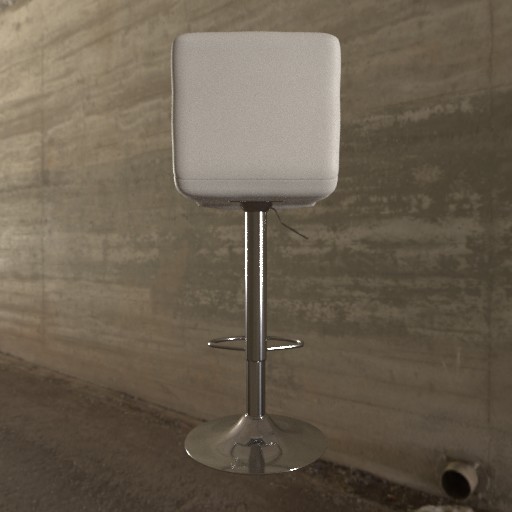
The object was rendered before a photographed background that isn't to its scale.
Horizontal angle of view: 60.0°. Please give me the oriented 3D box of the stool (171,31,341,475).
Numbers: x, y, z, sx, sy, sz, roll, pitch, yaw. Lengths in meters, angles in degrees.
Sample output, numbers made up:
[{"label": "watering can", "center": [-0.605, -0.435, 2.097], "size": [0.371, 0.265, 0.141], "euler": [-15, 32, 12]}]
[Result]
[{"label": "stool", "center": [0.000, 0.000, 1.332], "size": [0.430, 1.115, 0.505], "euler": [0, 0, 0]}]
